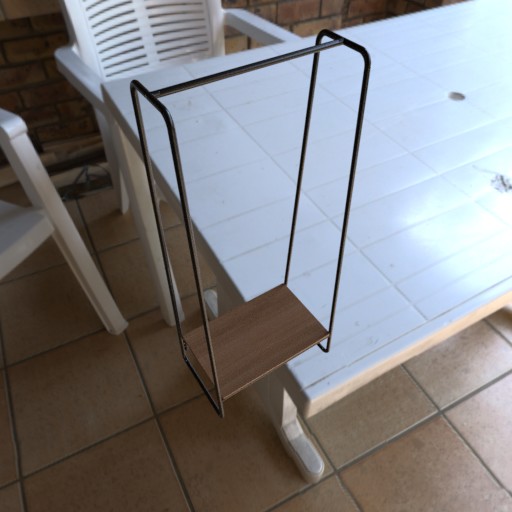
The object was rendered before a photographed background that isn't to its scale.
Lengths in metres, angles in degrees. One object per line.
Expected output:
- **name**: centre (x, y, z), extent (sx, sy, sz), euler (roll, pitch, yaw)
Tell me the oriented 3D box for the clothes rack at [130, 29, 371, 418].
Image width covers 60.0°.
- **clothes rack**: centre (0.000, 0.000, 1.726), extent (0.640, 1.500, 0.400), euler (-26, 52, -22)
